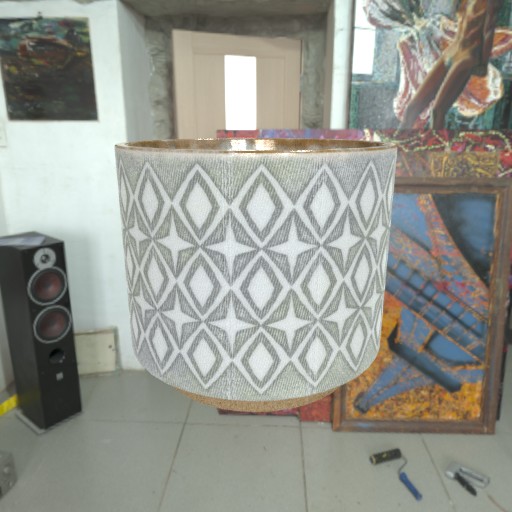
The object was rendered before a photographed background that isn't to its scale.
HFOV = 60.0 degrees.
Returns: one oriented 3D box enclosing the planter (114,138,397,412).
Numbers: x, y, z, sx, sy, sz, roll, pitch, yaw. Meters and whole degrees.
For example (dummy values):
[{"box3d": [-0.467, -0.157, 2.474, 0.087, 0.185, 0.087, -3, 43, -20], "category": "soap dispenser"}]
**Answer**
[{"box3d": [0.000, 0.000, 0.449, 0.255, 0.223, 0.255, 0, 17, 0], "category": "planter"}]
